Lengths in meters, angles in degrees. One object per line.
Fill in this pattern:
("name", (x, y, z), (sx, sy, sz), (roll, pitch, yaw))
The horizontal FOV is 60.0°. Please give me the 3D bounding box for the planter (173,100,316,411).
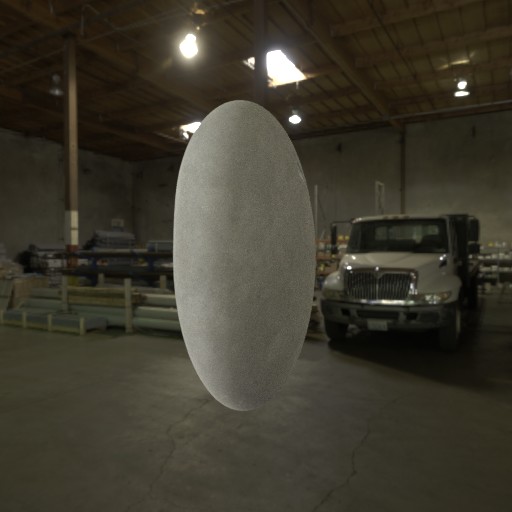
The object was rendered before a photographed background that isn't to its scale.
("planter", (0.000, 0.000, 0.284), (0.071, 0.188, 0.185), (0, 1, 16))
